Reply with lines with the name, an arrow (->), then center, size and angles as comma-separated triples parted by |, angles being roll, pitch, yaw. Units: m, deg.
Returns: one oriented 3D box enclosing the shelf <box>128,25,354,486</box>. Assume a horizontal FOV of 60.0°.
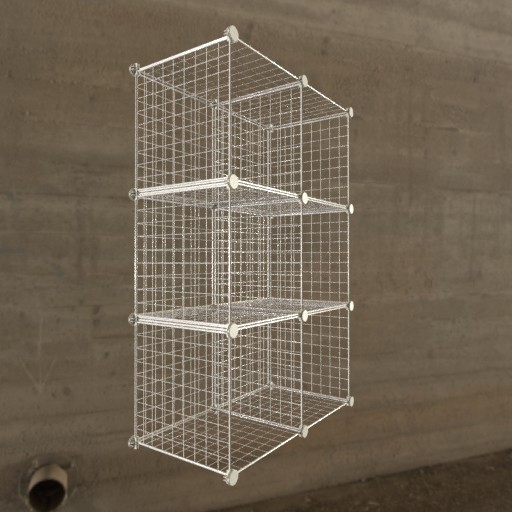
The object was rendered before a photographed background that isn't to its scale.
shelf -> 0.000, 0.000, 1.408 | 0.356, 1.067, 0.711 | 0, -1, 35
